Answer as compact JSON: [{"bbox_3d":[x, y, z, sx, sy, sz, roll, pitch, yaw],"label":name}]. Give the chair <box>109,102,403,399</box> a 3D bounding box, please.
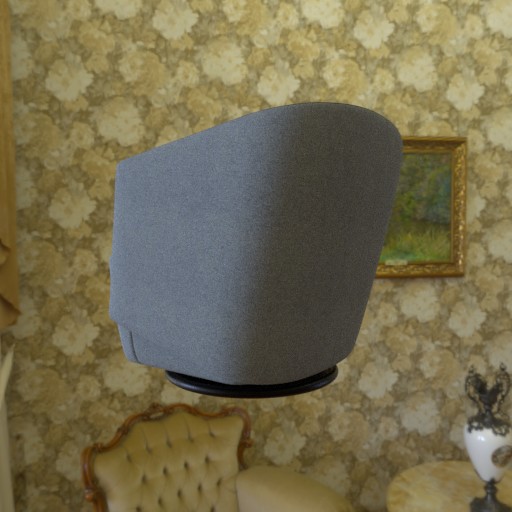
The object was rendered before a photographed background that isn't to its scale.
[{"bbox_3d":[0.000,0.000,1.637,0.986,0.861,0.822,1,1,36],"label":"chair"}]
